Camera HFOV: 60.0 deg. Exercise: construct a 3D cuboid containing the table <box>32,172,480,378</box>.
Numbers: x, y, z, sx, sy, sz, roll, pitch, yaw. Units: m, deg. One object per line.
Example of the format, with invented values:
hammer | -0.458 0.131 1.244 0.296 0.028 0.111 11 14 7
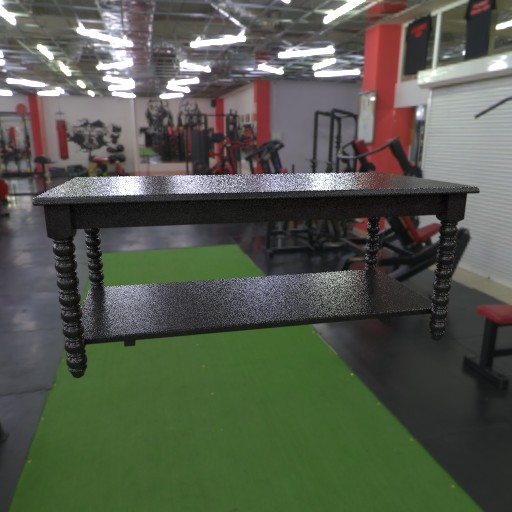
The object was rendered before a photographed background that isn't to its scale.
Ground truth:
table | 0.000 0.000 1.459 1.171 0.487 0.580 -3 15 -12
